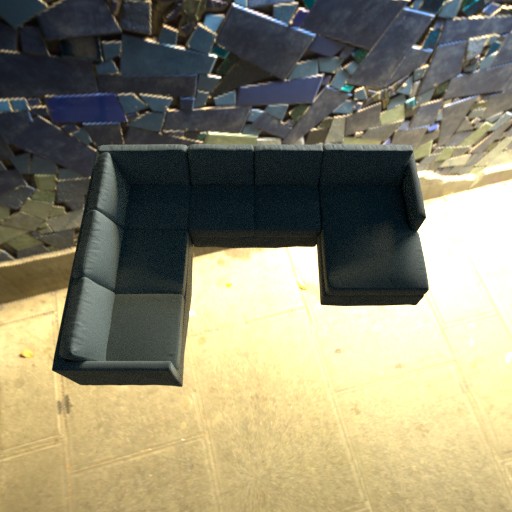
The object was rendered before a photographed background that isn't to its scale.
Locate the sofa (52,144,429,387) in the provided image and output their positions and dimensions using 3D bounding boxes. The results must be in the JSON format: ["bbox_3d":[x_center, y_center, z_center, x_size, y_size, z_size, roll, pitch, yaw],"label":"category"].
[{"bbox_3d":[0.000,0.000,4.490,3.460,0.882,2.427,0,63,0],"label":"sofa"}]
